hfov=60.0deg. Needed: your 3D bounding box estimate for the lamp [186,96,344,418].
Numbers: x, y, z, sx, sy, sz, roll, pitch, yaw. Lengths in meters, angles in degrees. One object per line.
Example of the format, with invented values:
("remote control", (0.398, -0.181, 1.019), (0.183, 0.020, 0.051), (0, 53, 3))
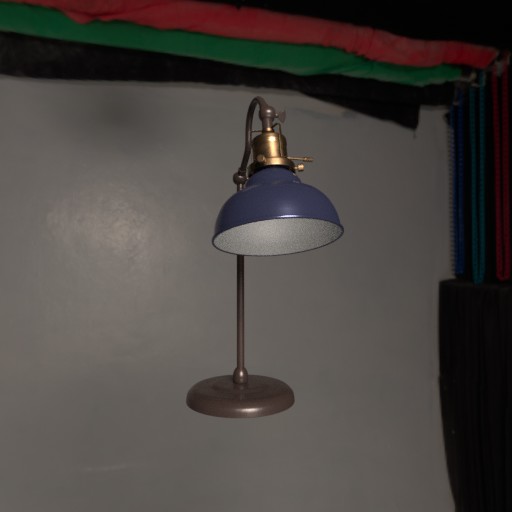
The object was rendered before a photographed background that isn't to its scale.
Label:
("lamp", (0.000, 0.000, 0.707), (0.192, 0.508, 0.374), (0, -1, -18))
